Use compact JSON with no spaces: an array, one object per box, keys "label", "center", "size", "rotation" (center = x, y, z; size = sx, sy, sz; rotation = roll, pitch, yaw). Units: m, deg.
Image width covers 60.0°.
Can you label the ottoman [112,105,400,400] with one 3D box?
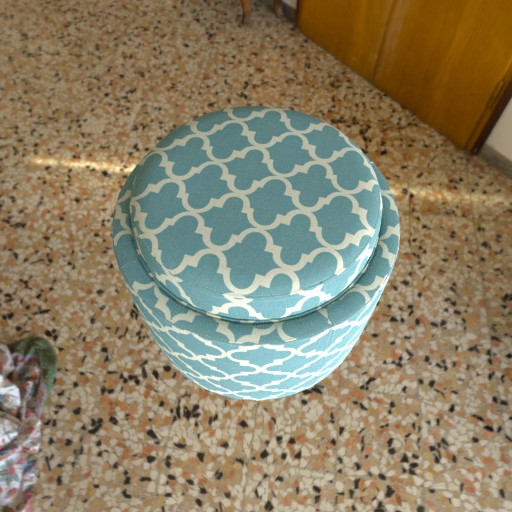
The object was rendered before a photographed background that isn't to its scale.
[{"label":"ottoman","center":[0.000,0.000,0.854],"size":[0.480,0.429,0.480],"rotation":[0,58,0]}]
